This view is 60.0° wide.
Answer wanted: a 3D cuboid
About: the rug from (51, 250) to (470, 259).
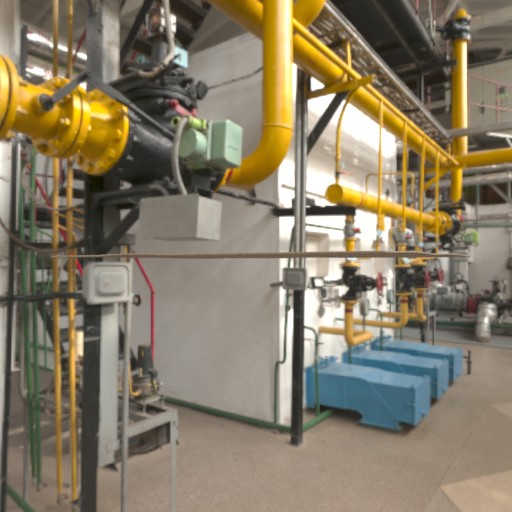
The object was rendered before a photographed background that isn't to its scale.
[{"bbox_3d":[0.000,0.000,2.322,1.829,0.013,1.220,-1,-1,36],"label":"rug"}]
